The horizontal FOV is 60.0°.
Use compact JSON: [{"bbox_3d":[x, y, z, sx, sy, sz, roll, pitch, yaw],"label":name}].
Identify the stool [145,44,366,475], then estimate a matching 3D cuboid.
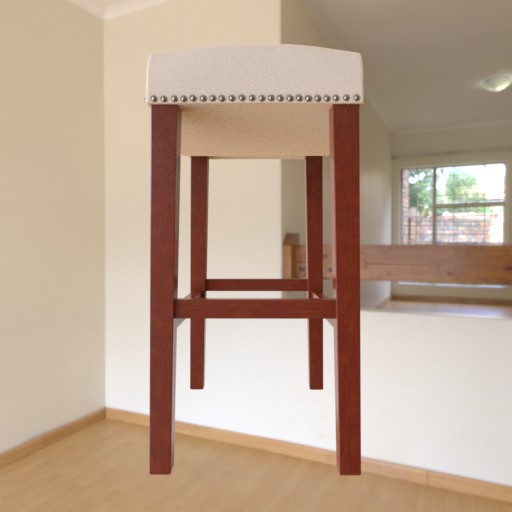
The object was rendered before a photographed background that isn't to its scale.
[{"bbox_3d":[0.000,0.000,0.989,0.372,0.742,0.504,0,2,0],"label":"stool"}]
